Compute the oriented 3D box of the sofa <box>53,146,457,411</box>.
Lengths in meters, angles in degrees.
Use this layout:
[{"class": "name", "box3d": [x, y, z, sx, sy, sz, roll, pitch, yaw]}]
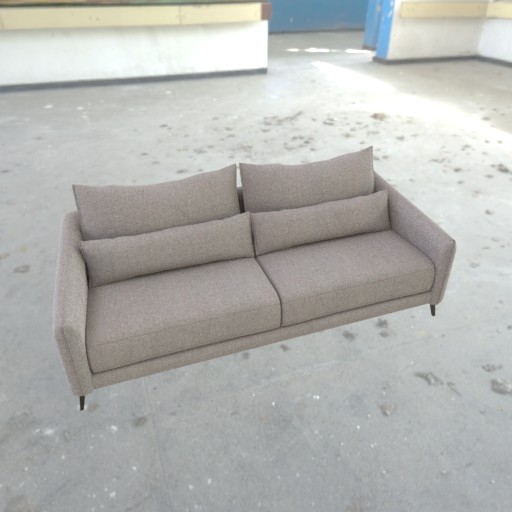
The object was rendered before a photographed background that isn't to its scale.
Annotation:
[{"class": "sofa", "box3d": [0.000, 0.000, 2.394, 2.022, 0.833, 0.809, -11, 34, -17]}]
